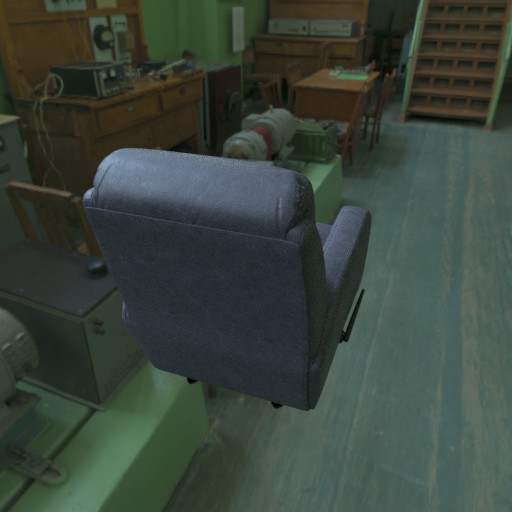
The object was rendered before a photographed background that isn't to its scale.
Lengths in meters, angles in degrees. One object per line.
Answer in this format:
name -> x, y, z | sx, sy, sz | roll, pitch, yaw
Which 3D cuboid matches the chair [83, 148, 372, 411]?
chair -> 0.000, 0.000, 1.799 | 0.865, 1.067, 1.067 | 11, 33, 17
